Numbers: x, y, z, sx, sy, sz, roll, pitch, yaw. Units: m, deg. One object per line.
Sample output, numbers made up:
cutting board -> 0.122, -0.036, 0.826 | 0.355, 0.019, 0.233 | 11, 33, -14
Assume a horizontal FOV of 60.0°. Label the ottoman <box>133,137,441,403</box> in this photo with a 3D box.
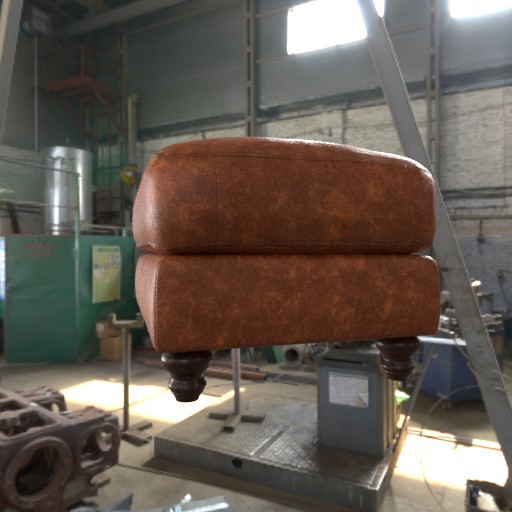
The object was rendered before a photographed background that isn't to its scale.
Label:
ottoman -> 0.000, 0.000, 1.257 | 0.657, 0.562, 0.832 | 0, 1, -17
